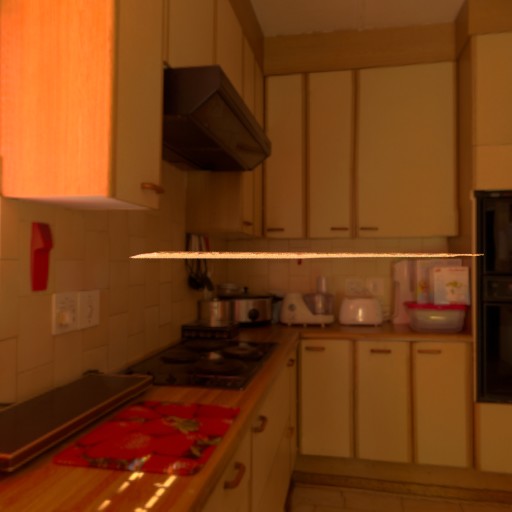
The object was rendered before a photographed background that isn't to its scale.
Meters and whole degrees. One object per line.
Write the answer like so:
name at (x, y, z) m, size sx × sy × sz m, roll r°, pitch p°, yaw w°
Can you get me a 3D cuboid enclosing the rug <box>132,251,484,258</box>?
rug at (0.000, 0.000, 3.122) m, size 1.619 × 0.023 × 2.465 m, roll 0°, pitch -1°, yaw -18°
